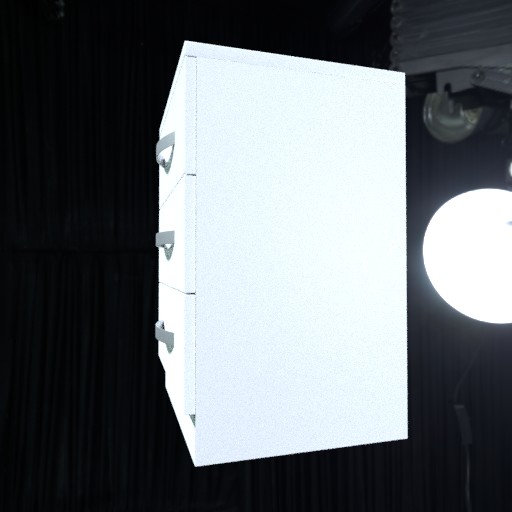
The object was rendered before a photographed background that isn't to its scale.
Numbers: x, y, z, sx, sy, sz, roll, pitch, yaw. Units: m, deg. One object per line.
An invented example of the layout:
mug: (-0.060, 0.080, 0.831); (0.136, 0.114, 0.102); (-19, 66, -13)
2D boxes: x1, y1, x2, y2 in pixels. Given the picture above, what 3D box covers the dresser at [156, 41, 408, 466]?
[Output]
dresser: (0.000, 0.000, 0.817); (0.360, 0.560, 0.400); (0, -1, -17)
